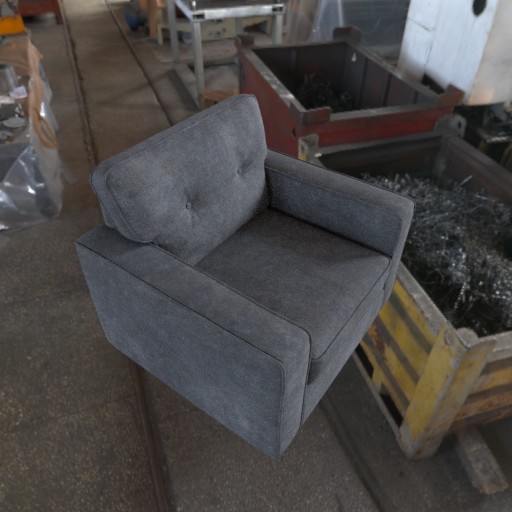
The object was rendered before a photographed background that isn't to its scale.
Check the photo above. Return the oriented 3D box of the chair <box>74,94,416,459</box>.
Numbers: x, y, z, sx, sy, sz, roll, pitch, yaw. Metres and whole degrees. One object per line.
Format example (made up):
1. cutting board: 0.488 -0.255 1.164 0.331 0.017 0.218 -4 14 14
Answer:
1. chair: 0.000 0.000 1.801 0.939 0.965 1.015 26 47 26
